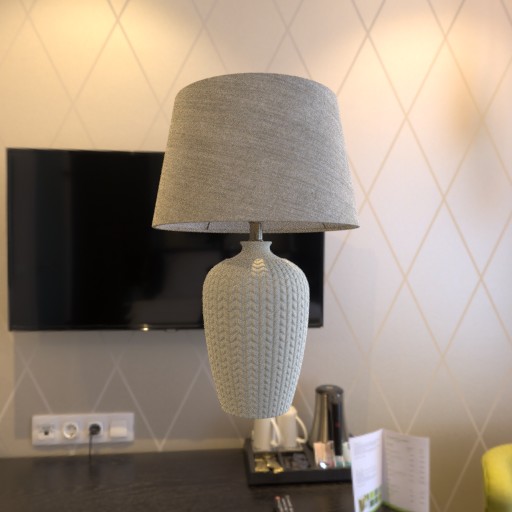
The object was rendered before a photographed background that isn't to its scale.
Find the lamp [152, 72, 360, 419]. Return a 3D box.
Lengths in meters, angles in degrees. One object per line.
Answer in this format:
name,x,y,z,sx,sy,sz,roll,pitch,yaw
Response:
lamp,0.000,0.000,0.853,0.390,0.580,0.390,0,0,0
